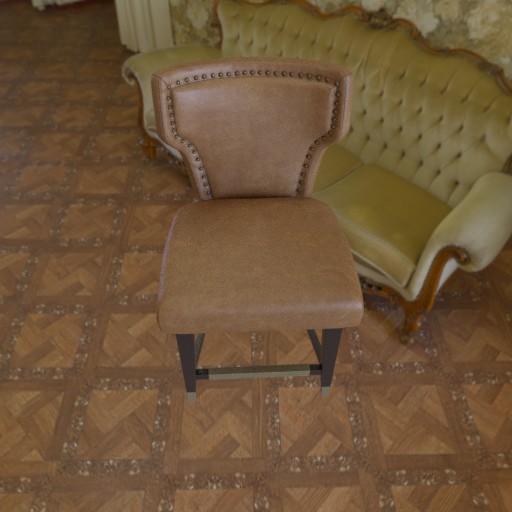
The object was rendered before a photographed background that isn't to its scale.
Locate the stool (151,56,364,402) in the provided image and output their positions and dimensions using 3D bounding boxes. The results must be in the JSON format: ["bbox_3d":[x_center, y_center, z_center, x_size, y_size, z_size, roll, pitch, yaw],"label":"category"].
[{"bbox_3d":[0.000,0.000,1.331,0.526,0.982,0.563,-2,46,-2],"label":"stool"}]
